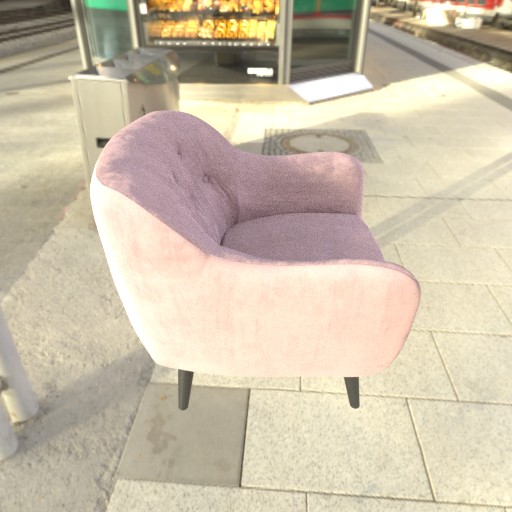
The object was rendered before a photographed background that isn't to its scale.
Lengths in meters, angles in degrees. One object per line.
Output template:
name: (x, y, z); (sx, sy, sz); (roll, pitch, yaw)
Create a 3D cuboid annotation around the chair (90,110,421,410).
chair: (0.000, 0.000, 1.453); (0.820, 0.820, 0.840); (1, 32, 2)
